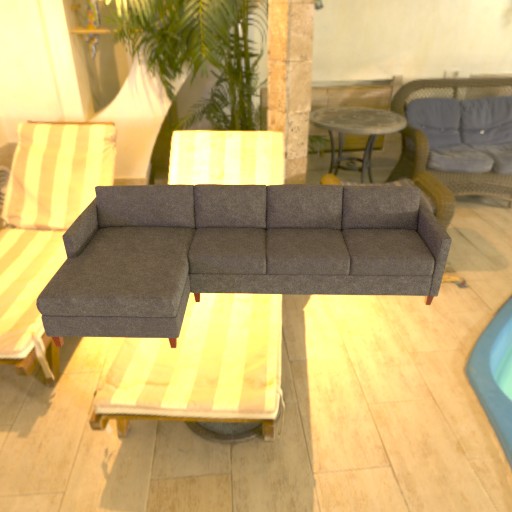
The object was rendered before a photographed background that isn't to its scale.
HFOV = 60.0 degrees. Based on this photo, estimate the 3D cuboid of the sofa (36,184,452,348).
[{"bbox_3d":[0.000,0.000,4.151,3.471,0.954,1.606,1,30,1],"label":"sofa"}]
